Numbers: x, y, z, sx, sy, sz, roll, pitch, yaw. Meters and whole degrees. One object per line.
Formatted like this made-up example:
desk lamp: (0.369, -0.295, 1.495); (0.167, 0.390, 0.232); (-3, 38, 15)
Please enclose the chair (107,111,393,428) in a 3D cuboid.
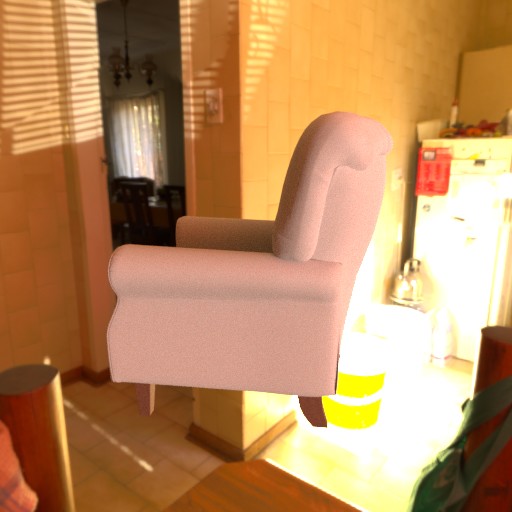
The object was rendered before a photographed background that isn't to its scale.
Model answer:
chair: (0.000, 0.000, 2.063); (1.128, 1.217, 1.090); (2, 13, 7)
